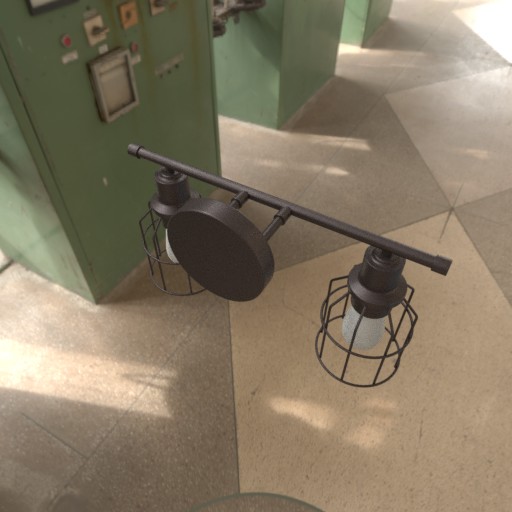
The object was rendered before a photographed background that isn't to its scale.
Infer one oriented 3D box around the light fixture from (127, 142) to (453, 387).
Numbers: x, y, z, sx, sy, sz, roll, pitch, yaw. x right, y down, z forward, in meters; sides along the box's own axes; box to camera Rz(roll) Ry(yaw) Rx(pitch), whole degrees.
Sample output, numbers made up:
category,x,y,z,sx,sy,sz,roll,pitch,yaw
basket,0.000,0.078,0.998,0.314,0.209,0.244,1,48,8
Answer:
category,x,y,z,sx,sy,sz,roll,pitch,yaw
light fixture,0.000,0.000,0.537,0.406,0.254,0.165,23,50,21
